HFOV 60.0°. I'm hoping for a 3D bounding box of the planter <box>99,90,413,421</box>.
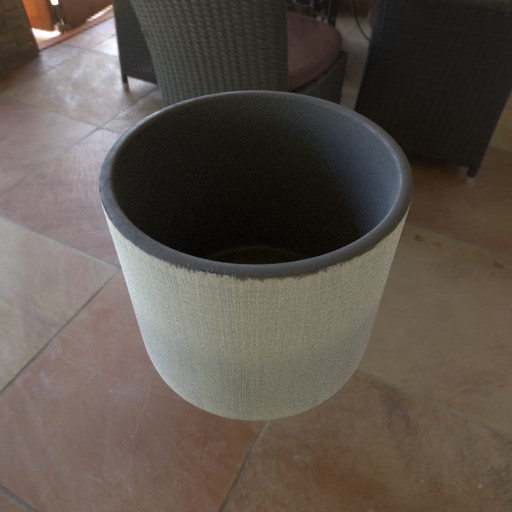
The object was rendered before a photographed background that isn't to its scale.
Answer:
[{"bbox_3d":[0.000,0.000,0.392,0.226,0.201,0.226,0,46,0],"label":"planter"}]
